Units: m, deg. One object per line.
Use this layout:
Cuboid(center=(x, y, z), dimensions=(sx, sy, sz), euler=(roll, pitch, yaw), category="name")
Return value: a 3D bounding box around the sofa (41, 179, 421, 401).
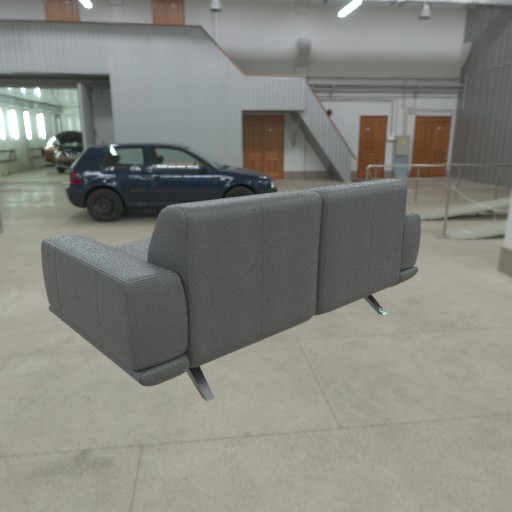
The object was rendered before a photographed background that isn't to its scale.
Cuboid(center=(0.000, 0.000, 2.354), dimensions=(1.901, 0.772, 0.900), euler=(-14, 20, -41), category="sofa")
